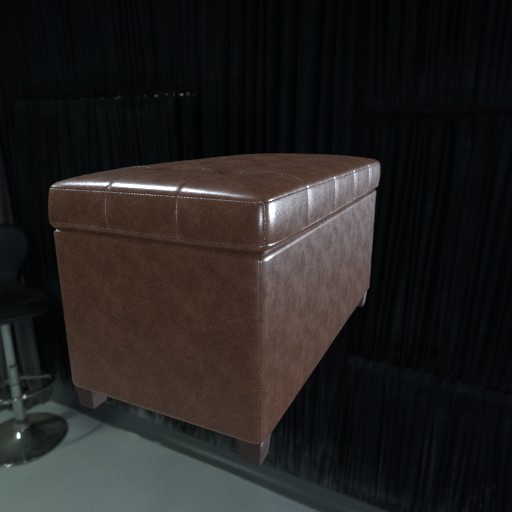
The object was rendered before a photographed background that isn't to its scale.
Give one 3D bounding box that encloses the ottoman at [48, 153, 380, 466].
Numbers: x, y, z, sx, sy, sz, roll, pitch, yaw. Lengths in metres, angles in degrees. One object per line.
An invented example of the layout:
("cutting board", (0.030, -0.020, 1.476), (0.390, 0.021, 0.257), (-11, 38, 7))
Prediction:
("ottoman", (0.000, 0.000, 1.101), (0.432, 0.470, 0.838), (8, 18, 24))
